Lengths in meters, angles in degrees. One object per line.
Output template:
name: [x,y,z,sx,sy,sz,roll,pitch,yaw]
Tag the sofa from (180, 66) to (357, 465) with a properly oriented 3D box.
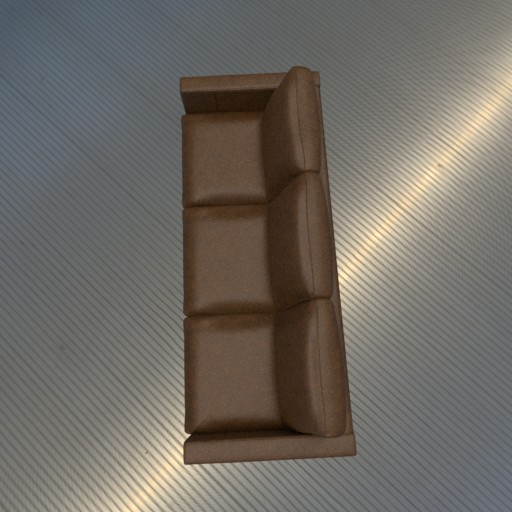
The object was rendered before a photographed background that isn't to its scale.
sofa: [0.000,0.000,2.699,0.903,0.930,2.231,-3,76,-1]
